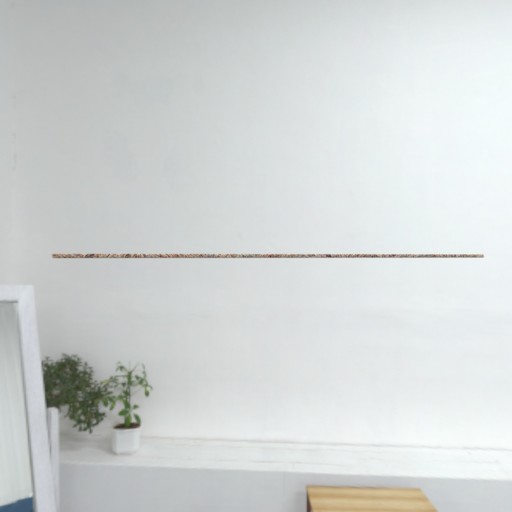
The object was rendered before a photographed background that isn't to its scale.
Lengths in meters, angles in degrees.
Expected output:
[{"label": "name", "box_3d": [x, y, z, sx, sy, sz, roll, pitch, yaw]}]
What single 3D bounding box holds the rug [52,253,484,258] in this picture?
[{"label": "rug", "box_3d": [0.000, 0.000, 2.935, 2.285, 0.019, 1.523, 0, 0, -18]}]
